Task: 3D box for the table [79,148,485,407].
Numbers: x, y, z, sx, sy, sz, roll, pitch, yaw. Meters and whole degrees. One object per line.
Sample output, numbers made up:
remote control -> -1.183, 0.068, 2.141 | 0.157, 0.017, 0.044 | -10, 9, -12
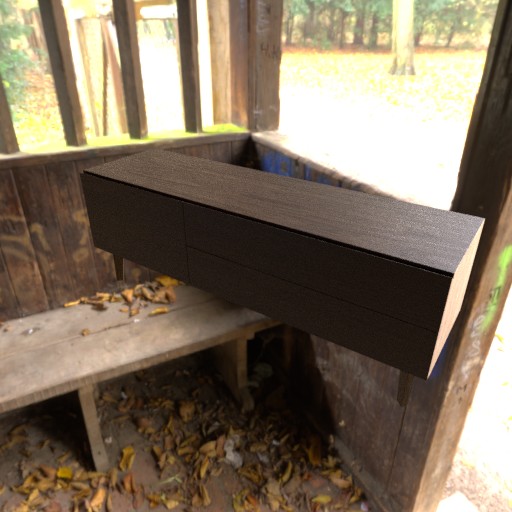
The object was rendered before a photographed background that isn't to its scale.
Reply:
table -> 0.000, 0.000, 1.658 | 1.397, 0.508, 0.405 | 18, 34, 29
